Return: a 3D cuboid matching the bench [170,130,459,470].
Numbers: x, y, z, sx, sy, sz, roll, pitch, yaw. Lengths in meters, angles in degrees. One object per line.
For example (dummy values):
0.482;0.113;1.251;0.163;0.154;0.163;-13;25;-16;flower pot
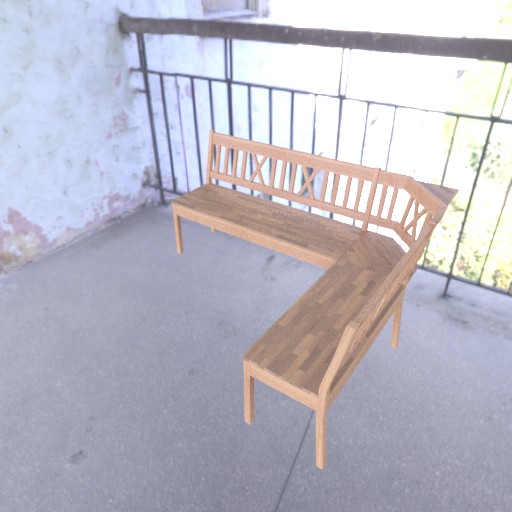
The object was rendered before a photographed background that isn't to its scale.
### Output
0.000;0.000;2.809;1.937;0.902;1.537;21;38;29;bench
